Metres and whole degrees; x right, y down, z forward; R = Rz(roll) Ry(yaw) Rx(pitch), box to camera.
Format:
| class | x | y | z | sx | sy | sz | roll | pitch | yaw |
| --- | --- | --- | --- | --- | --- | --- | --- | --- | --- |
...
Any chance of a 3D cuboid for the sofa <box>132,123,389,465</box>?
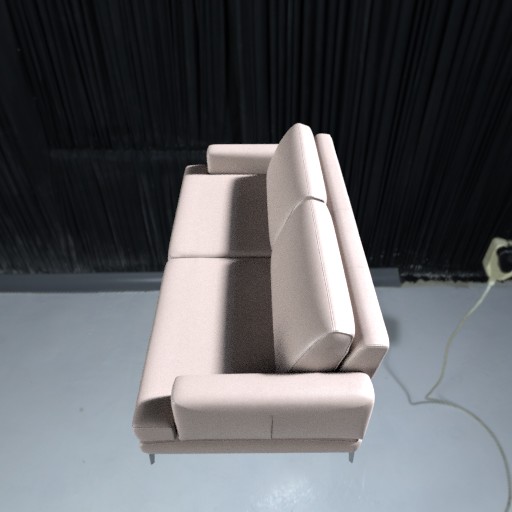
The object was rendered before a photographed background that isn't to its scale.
| class | x | y | z | sx | sy | sz | roll | pitch | yaw |
| --- | --- | --- | --- | --- | --- | --- | --- | --- | --- |
| sofa | 0.000 | 0.000 | 2.386 | 0.974 | 0.765 | 1.940 | 0 | 42 | 0 |
